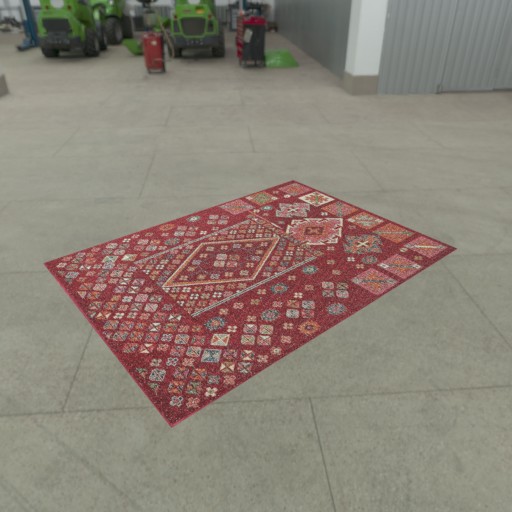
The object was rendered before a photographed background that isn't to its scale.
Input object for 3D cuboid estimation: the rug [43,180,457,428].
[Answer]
[{"bbox_3d":[0.000,0.000,2.874,2.184,0.007,1.579,-23,39,-33],"label":"rug"}]
